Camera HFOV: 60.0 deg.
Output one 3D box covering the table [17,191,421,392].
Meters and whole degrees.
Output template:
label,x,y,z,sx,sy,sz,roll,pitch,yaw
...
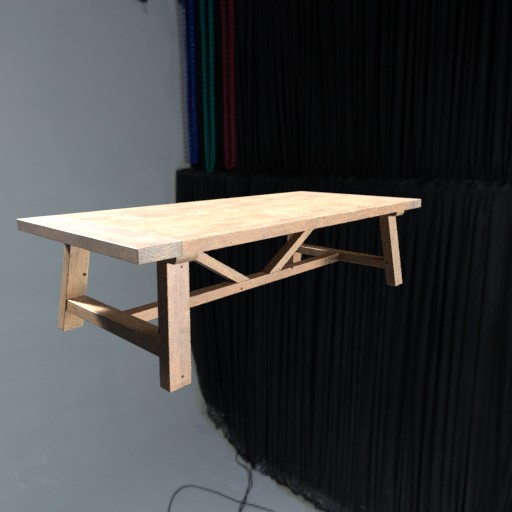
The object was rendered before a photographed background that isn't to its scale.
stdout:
label,x,y,z,sx,sy,sz,roll,pitch,yaw
table,0.000,0.000,2.113,0.820,0.465,1.800,11,17,41
